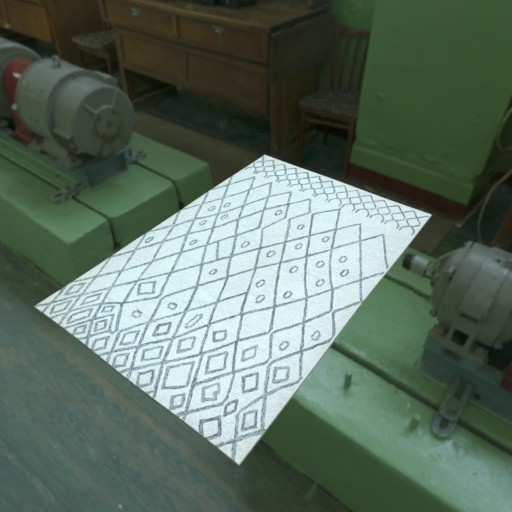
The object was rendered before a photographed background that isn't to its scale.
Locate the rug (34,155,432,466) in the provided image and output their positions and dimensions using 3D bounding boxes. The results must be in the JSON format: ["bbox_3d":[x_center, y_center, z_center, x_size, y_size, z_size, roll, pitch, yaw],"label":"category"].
[{"bbox_3d":[0.000,0.000,2.340,1.222,0.015,1.828,26,47,27],"label":"rug"}]
